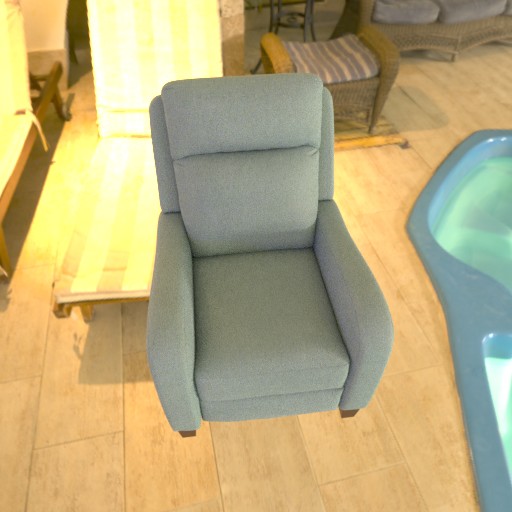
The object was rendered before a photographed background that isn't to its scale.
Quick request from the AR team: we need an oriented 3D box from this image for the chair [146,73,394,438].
[{"bbox_3d":[0.000,0.000,1.708,0.785,1.067,0.988,-5,46,-5],"label":"chair"}]
